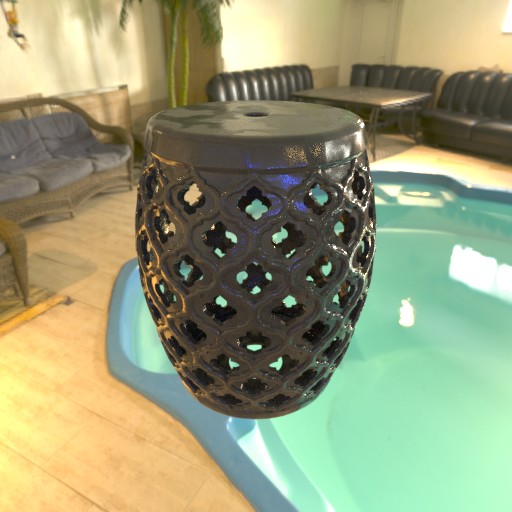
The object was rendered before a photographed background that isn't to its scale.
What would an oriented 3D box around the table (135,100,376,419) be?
[{"bbox_3d":[0.000,0.000,0.630,0.325,0.388,0.325,0,27,0],"label":"table"}]
